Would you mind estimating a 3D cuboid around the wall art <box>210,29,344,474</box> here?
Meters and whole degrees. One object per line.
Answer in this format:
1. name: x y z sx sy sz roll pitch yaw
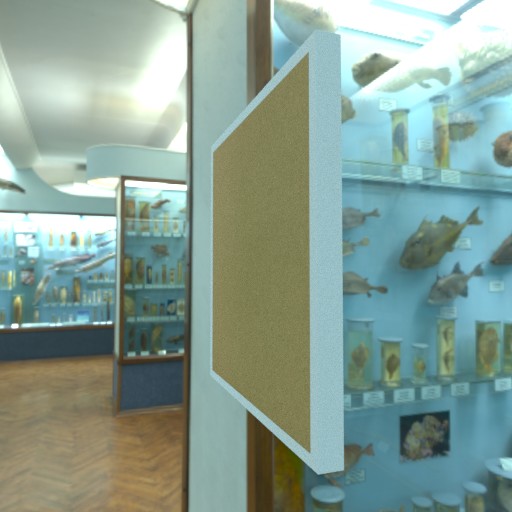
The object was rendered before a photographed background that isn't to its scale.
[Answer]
1. wall art: 0.000 0.000 0.453 0.020 0.307 0.307 1 -2 -20
